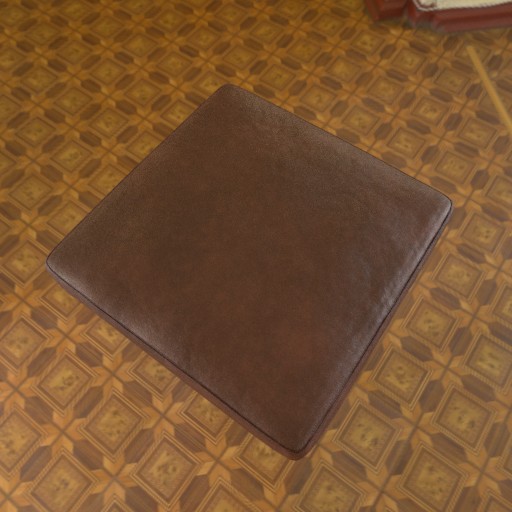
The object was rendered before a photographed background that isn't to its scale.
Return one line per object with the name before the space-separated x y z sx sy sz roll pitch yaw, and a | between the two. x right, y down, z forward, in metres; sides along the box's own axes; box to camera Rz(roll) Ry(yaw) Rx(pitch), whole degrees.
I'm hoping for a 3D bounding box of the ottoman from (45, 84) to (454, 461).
ottoman | 0.000 0.000 1.334 0.844 0.415 0.836 33 68 15
